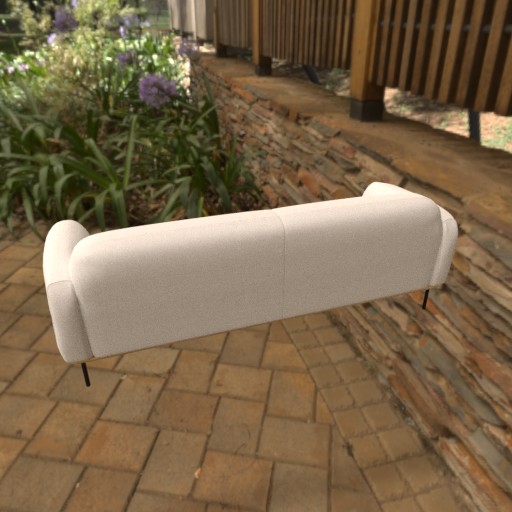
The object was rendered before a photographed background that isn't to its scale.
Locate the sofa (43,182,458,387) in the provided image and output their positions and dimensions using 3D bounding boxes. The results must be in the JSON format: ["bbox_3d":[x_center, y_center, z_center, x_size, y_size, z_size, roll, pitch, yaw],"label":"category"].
[{"bbox_3d":[0.000,0.000,2.617,2.257,0.780,0.880,-9,29,-17],"label":"sofa"}]
